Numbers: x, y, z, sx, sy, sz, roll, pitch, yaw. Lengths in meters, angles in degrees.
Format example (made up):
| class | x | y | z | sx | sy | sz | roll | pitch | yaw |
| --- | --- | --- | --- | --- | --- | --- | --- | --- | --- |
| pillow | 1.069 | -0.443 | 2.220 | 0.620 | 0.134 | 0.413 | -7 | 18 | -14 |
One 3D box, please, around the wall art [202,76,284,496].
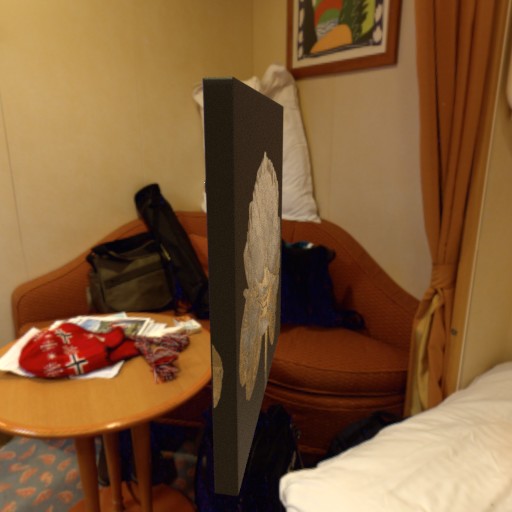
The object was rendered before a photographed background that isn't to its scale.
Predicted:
| class | x | y | z | sx | sy | sz | roll | pitch | yaw |
| --- | --- | --- | --- | --- | --- | --- | --- | --- | --- |
| wall art | 0.000 | 0.000 | 0.900 | 0.043 | 0.611 | 0.610 | 2 | 16 | 9 |
